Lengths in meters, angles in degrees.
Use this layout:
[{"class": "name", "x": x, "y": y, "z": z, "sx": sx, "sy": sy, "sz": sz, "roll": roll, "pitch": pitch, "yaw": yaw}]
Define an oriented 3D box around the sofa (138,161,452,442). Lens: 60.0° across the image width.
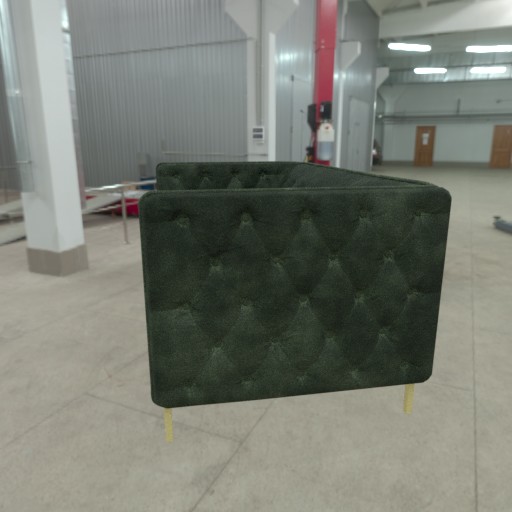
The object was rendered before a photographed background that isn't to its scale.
[{"class": "sofa", "x": 0.000, "y": 0.000, "z": 1.997, "sx": 0.895, "sy": 0.768, "sz": 1.537, "roll": -3, "pitch": 15, "yaw": -10}]
